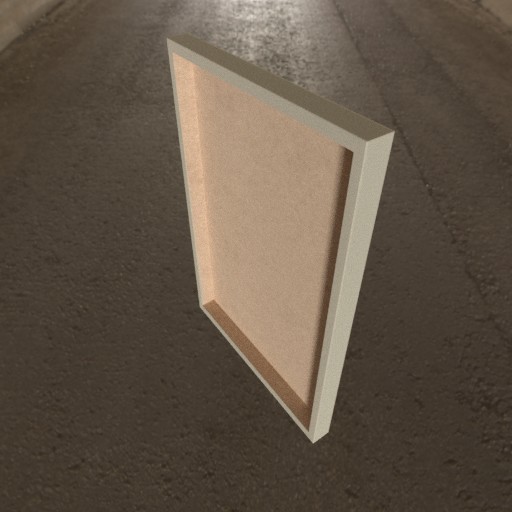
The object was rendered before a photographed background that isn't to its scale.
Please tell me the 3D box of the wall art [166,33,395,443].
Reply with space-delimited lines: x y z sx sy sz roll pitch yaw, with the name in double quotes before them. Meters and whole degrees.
"wall art" 0.000 0.000 0.758 0.038 0.608 0.418 -25 47 -26
